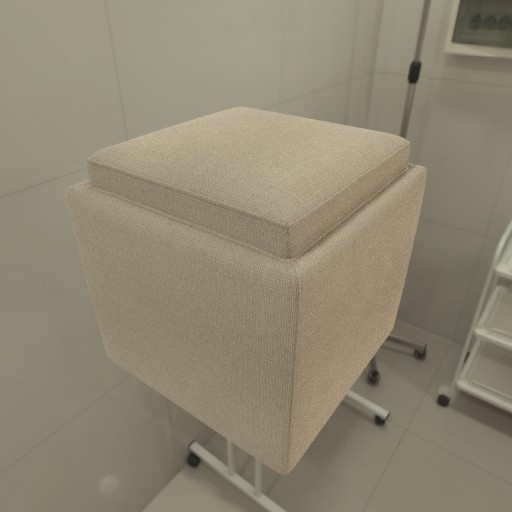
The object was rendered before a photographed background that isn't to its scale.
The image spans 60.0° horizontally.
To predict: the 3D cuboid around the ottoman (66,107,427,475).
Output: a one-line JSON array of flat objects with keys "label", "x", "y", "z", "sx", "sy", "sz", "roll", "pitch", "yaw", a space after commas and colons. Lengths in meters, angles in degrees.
[{"label": "ottoman", "x": 0.000, "y": 0.000, "z": 0.823, "sx": 0.450, "sy": 0.460, "sz": 0.451, "roll": 21, "pitch": 38, "yaw": 30}]
